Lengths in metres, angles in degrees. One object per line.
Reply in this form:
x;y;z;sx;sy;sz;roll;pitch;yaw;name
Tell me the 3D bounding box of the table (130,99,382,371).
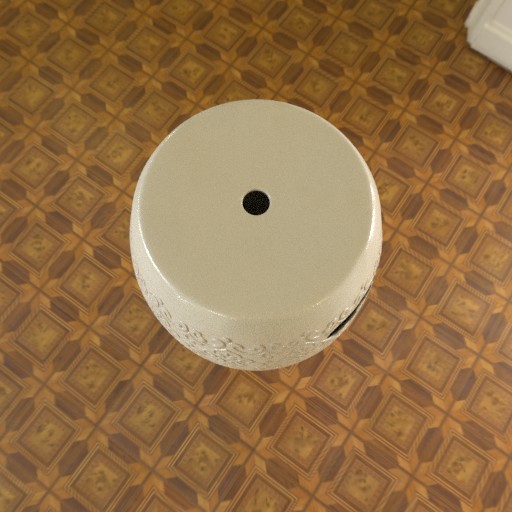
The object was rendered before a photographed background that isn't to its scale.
0.000;0.000;0.617;0.309;0.397;0.309;0;74;0;table
